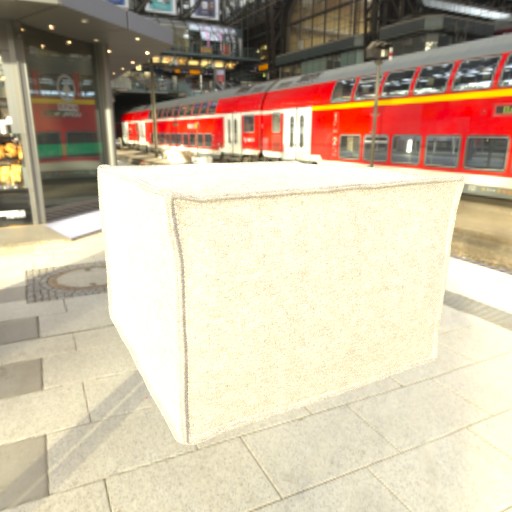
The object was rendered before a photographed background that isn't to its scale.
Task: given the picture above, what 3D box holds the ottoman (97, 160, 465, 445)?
[{"bbox_3d":[0.000,0.000,1.151,0.696,0.470,0.707,-8,18,-27],"label":"ottoman"}]
